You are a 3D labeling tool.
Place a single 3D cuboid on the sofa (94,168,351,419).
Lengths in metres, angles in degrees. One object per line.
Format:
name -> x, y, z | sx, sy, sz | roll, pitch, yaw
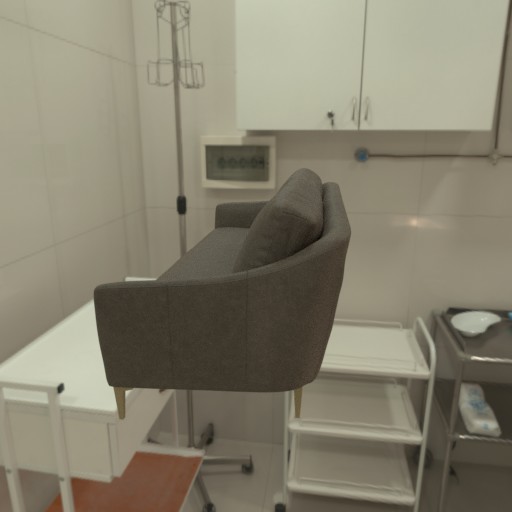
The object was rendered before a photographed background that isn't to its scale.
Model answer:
sofa -> 0.000, 0.000, 2.568 | 0.960, 0.902, 2.036 | 2, 16, 8
